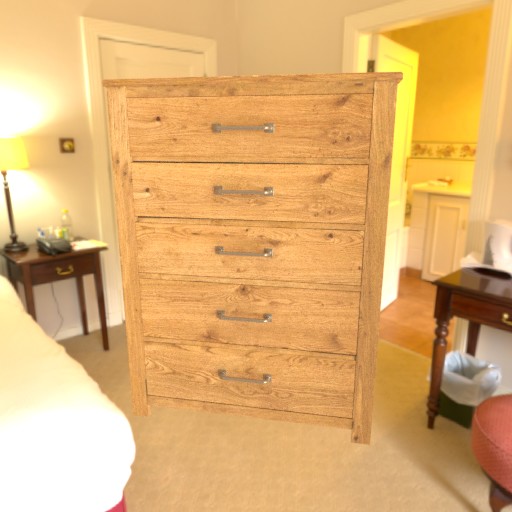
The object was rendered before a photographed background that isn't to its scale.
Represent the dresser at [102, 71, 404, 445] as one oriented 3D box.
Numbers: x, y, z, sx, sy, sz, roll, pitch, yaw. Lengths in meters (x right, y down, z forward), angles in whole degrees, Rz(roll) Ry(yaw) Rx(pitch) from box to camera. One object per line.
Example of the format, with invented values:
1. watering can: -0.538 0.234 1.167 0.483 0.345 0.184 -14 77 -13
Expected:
1. dresser: 0.000 0.000 1.961 1.081 1.431 0.558 3 15 11
